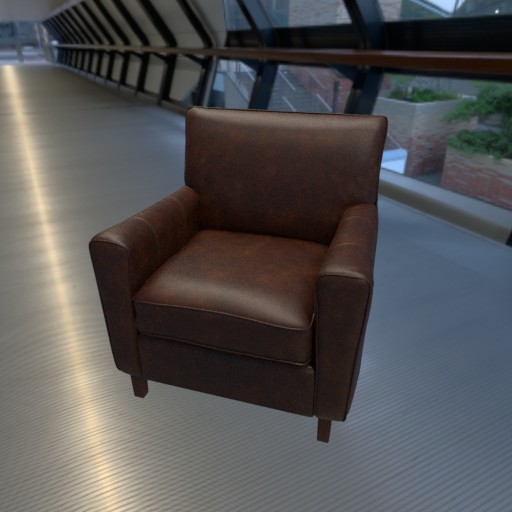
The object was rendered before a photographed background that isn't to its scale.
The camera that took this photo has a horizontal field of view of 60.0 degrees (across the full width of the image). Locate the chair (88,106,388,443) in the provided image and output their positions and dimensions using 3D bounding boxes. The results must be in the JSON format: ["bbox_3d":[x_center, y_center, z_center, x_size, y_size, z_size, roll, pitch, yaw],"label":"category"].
[{"bbox_3d":[0.000,0.000,1.653,0.870,0.943,0.823,8,28,15],"label":"chair"}]
